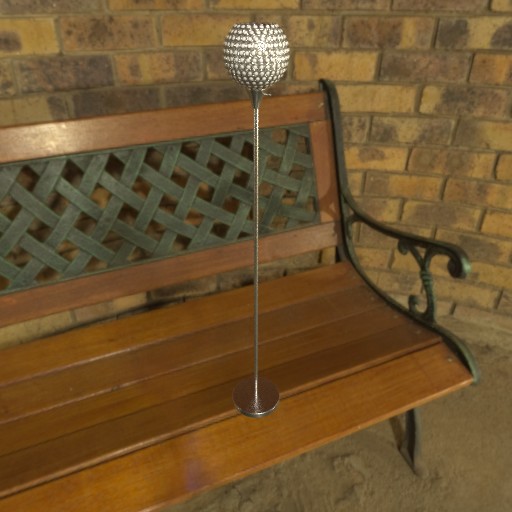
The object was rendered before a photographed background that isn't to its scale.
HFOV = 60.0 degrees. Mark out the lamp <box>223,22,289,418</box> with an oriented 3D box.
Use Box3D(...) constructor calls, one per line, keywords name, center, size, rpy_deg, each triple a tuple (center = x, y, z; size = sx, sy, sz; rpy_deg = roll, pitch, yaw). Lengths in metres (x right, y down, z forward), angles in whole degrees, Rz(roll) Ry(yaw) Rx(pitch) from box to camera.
Box3D(name="lamp", center=(0.000, 0.000, 1.937), size=(0.254, 1.805, 0.254), rpy_deg=(0, 31, 0))
